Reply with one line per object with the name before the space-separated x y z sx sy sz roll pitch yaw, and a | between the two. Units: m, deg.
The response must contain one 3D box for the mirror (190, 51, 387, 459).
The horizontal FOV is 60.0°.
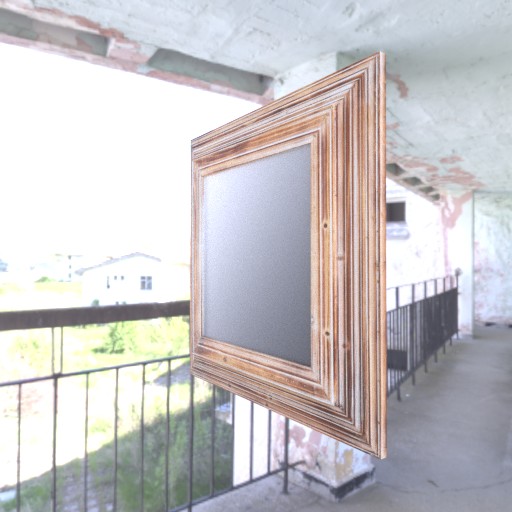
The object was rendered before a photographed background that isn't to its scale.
mirror | 0.000 0.000 1.192 0.061 0.804 0.804 0 -1 -36
